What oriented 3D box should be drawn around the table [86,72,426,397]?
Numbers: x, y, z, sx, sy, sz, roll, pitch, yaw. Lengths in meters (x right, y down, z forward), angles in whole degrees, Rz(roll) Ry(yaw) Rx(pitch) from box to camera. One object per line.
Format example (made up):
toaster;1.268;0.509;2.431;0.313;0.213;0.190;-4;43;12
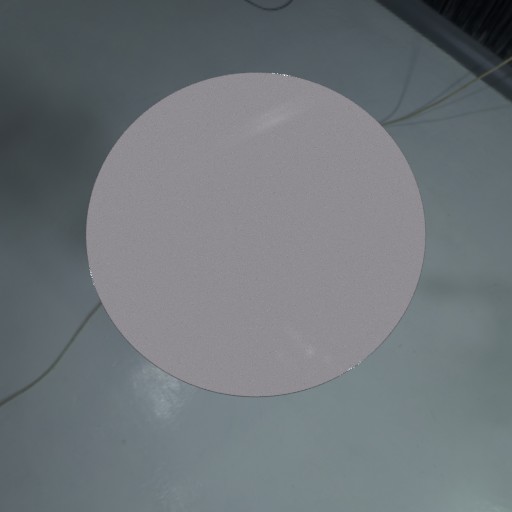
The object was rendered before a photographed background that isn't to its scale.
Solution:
table;0.000;0.000;0.866;0.499;0.443;0.499;0;76;0
